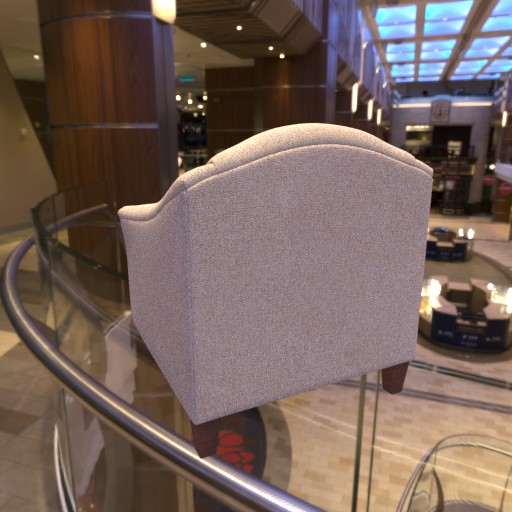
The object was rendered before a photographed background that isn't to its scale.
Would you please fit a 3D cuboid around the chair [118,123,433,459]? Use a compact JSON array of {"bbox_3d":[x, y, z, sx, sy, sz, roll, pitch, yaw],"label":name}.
[{"bbox_3d":[0.000,0.000,1.501,0.763,0.839,0.787,-7,16,-26],"label":"chair"}]
